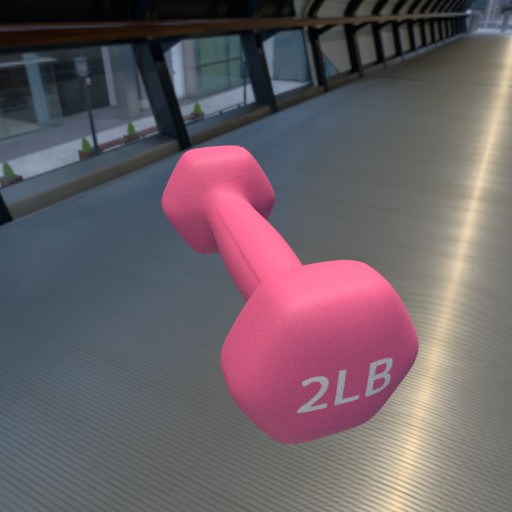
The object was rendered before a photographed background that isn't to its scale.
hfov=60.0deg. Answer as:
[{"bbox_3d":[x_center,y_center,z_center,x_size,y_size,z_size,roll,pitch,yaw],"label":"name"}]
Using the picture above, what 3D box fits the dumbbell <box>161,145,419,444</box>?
[{"bbox_3d":[0.000,0.000,0.175,0.058,0.053,0.146,-9,31,-15],"label":"dumbbell"}]
